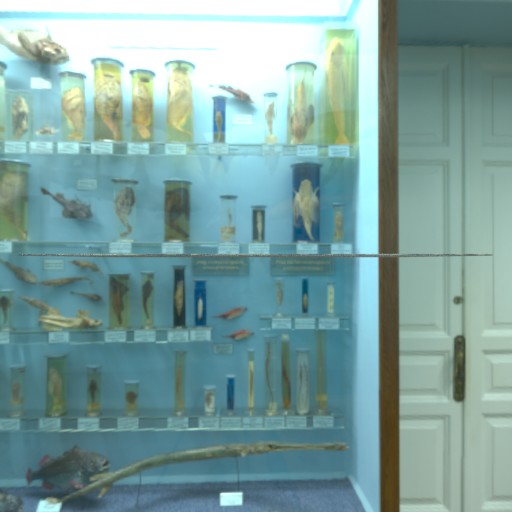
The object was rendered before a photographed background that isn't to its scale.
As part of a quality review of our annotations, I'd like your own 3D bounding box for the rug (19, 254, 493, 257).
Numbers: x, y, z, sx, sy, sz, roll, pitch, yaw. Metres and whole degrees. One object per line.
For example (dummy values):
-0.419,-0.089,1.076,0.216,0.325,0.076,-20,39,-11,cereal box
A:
0.000,0.000,2.054,1.652,0.006,1.035,0,0,0,rug
